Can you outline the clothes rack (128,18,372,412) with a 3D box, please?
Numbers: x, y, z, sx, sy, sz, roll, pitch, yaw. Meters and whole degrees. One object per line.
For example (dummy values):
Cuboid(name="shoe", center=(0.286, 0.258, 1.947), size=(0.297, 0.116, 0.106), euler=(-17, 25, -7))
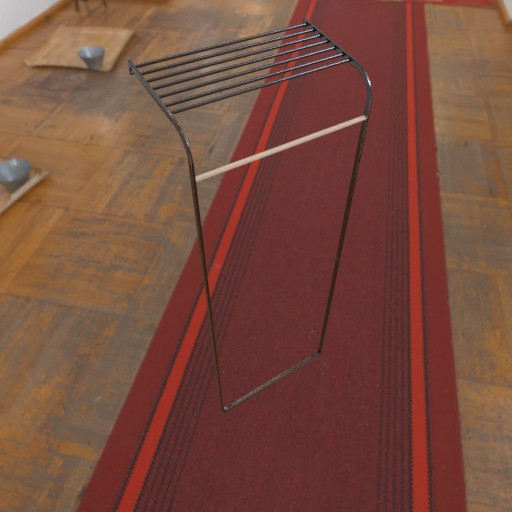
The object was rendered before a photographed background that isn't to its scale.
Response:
Cuboid(name="clothes rack", center=(0.000, 0.000, 1.783), size=(0.609, 1.574, 0.349), euler=(-25, 51, -22))
